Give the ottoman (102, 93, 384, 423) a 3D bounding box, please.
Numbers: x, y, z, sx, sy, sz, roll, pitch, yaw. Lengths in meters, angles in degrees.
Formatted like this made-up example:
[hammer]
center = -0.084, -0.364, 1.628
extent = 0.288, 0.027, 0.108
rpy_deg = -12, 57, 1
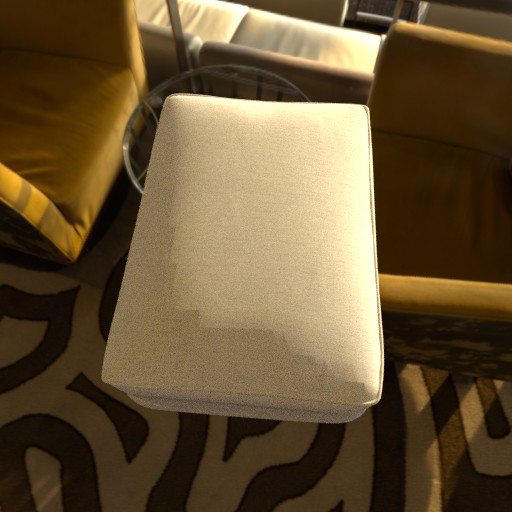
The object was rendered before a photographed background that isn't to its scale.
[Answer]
[ottoman]
center = 0.000, 0.000, 0.981
extent = 0.501, 0.406, 0.665
rpy_deg = 4, 63, 2
